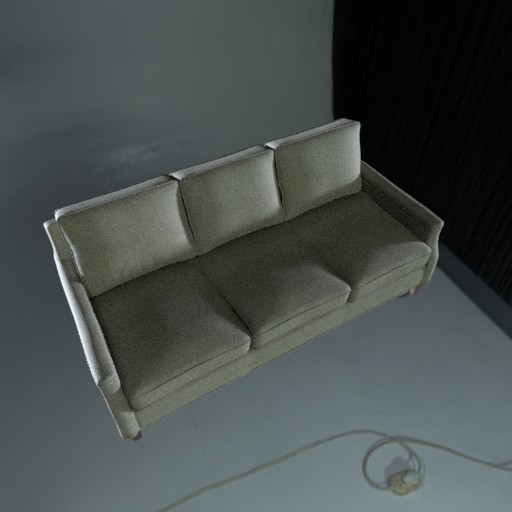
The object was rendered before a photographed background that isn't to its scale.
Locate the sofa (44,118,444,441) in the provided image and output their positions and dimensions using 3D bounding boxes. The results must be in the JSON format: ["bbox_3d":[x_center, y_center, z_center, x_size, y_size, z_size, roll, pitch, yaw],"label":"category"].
[{"bbox_3d":[0.000,0.000,2.795,2.246,1.003,1.084,-23,50,-20],"label":"sofa"}]
